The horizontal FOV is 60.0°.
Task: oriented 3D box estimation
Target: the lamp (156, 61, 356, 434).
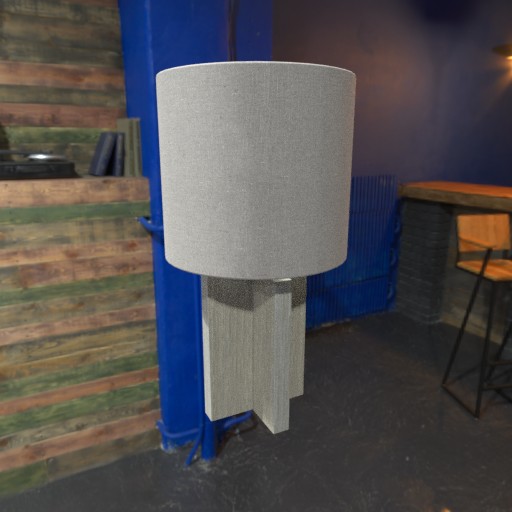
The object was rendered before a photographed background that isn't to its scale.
[{"bbox_3d":[0.000,0.000,0.570,0.229,0.428,0.229,-7,16,-26],"label":"lamp"}]
